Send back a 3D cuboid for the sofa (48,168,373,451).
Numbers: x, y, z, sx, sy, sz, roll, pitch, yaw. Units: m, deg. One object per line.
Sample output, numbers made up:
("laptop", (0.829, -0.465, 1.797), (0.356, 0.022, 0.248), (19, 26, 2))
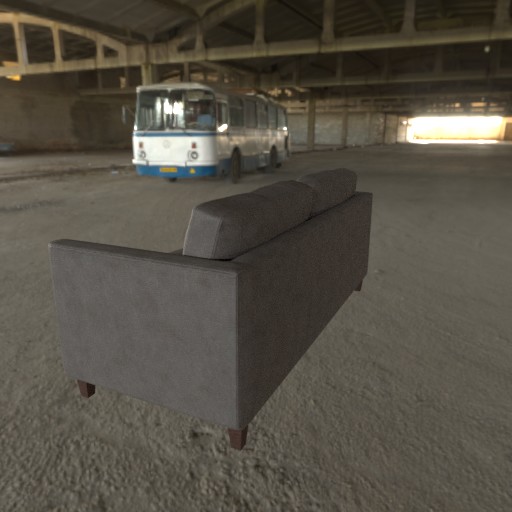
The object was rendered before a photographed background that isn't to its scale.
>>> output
("sofa", (0.000, 0.000, 2.685), (0.951, 0.965, 2.208), (8, 17, 25))
